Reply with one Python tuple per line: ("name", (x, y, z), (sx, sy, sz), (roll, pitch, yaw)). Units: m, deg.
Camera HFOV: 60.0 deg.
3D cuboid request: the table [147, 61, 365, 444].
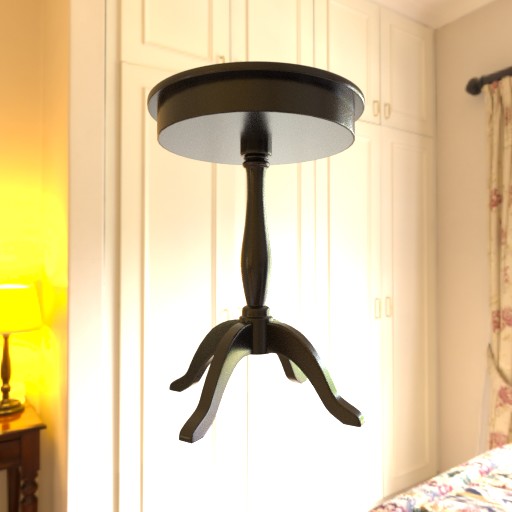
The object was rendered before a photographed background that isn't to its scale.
("table", (0.000, 0.000, 0.994), (0.481, 0.665, 0.481), (0, -1, 0))
